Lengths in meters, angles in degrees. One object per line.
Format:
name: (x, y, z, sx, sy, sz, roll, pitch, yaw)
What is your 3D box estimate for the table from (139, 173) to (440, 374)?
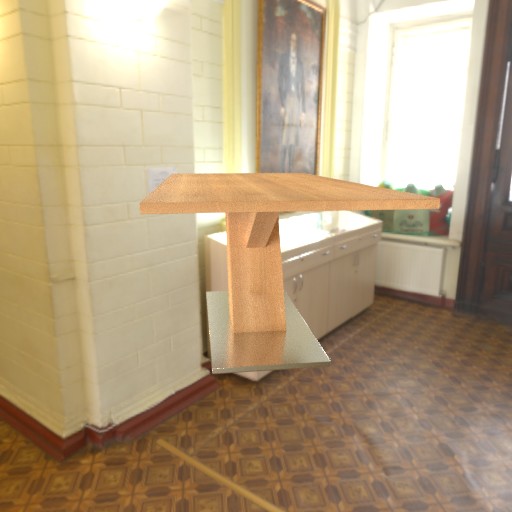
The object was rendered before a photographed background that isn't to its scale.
table: (0.000, 0.000, 2.254, 0.900, 0.750, 1.800, -2, 13, -7)
